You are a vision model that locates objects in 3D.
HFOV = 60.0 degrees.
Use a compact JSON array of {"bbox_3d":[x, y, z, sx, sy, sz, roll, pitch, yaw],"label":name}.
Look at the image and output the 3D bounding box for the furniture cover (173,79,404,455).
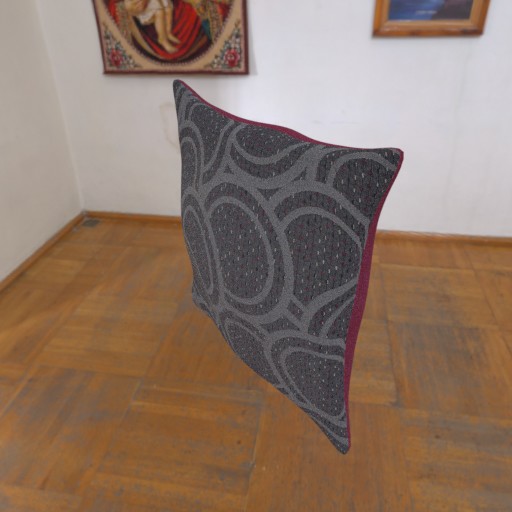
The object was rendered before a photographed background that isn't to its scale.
[{"bbox_3d":[0.000,0.000,0.771,0.163,0.513,0.514,-21,37,-30],"label":"furniture cover"}]
